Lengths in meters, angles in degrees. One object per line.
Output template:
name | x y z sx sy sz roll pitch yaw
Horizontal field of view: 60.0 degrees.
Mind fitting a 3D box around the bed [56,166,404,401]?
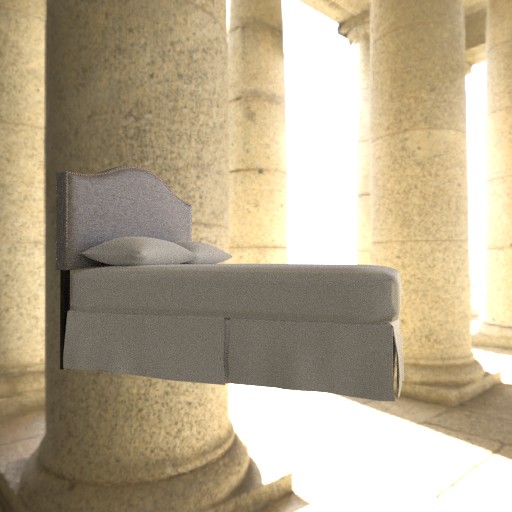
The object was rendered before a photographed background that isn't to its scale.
bed | 0.000 0.000 2.960 1.870 1.295 1.610 0 -1 18
